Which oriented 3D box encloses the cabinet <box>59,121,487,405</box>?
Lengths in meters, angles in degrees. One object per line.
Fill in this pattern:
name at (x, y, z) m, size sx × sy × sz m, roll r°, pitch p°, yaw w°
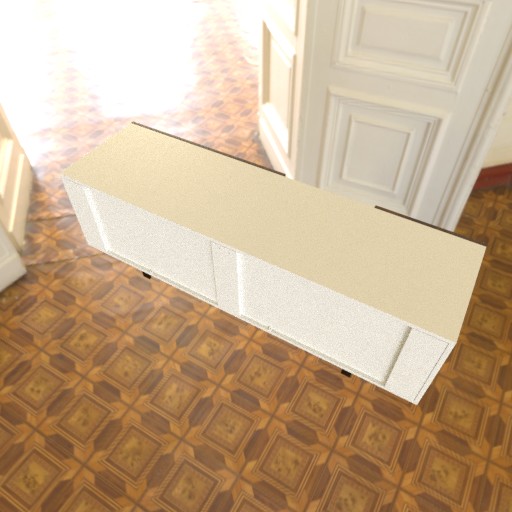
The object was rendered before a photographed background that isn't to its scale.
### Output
cabinet at (0.000, 0.000, 1.774) m, size 1.499 × 0.533 × 0.431 m, roll 23°, pitch 52°, yaw 20°
